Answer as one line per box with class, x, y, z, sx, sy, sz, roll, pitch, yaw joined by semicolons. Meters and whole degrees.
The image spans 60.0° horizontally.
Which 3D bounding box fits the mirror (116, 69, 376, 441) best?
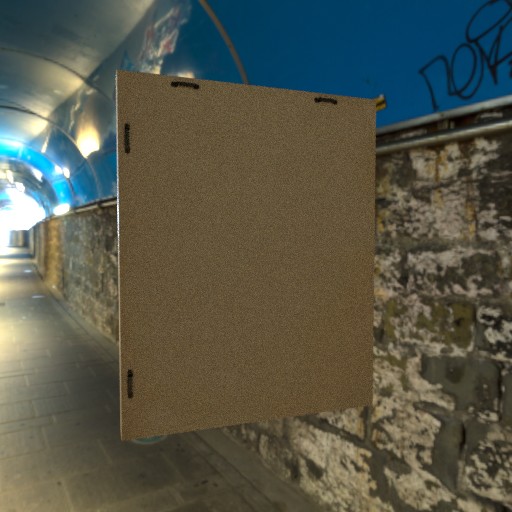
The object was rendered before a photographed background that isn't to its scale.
mirror;0.000;0.000;0.684;0.405;0.508;0.041;-1;3;-19
